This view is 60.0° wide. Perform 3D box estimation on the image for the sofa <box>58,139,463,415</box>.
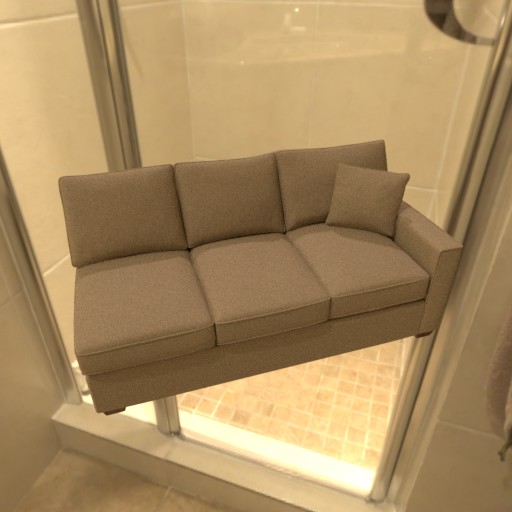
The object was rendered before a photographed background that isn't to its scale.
[{"bbox_3d":[0.000,0.000,2.519,1.963,0.946,1.034,-10,34,-15],"label":"sofa"}]
